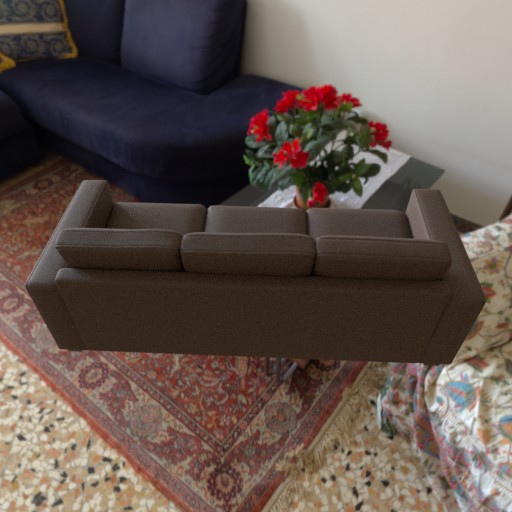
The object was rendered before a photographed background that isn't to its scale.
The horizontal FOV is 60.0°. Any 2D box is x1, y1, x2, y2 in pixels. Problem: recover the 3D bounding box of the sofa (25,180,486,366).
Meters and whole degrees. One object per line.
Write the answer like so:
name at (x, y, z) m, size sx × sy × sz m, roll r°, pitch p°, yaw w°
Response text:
sofa at (0.000, 0.000, 2.485) m, size 2.160 × 0.806 × 0.900 m, roll 2°, pitch 45°, yaw 2°
